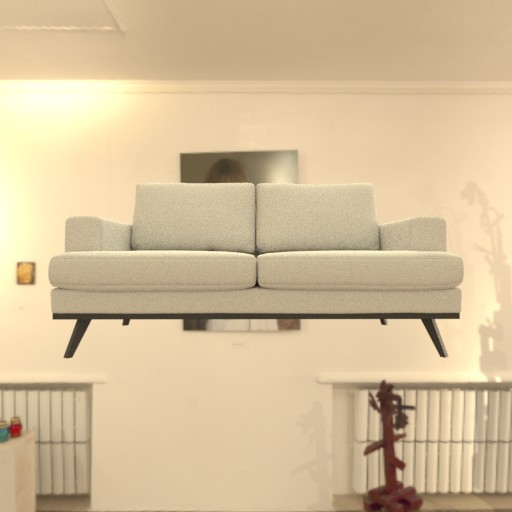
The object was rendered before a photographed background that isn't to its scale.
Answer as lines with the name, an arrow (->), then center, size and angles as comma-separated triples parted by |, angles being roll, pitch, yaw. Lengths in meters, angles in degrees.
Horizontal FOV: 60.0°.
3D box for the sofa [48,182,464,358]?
sofa -> 0.000, 0.000, 2.183 | 1.650, 0.810, 0.920 | 0, 0, -1
